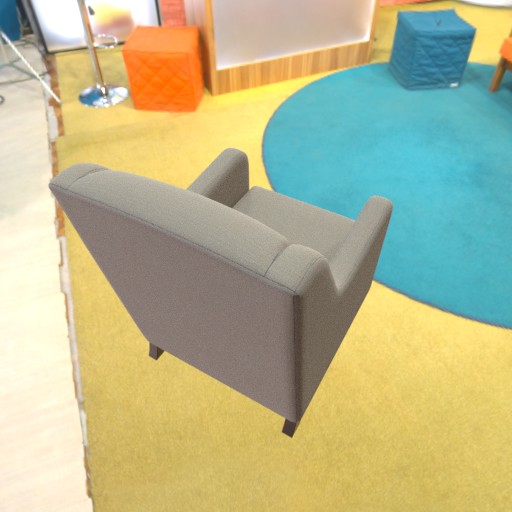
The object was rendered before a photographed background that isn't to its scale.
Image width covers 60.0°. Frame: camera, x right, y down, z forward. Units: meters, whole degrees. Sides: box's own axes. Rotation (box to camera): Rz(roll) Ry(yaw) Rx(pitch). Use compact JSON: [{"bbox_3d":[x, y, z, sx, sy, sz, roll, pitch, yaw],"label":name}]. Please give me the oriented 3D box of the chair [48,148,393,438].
[{"bbox_3d":[0.000,0.000,1.590,0.715,1.017,0.896,23,50,21],"label":"chair"}]
